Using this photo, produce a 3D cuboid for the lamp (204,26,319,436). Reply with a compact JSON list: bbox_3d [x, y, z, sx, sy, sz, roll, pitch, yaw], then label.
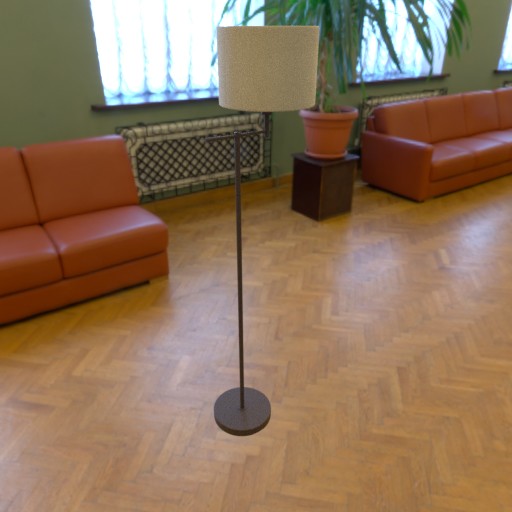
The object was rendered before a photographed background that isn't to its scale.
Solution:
[{"bbox_3d":[0.000,0.000,1.737,0.416,1.600,0.324,-18,32,-32],"label":"lamp"}]
